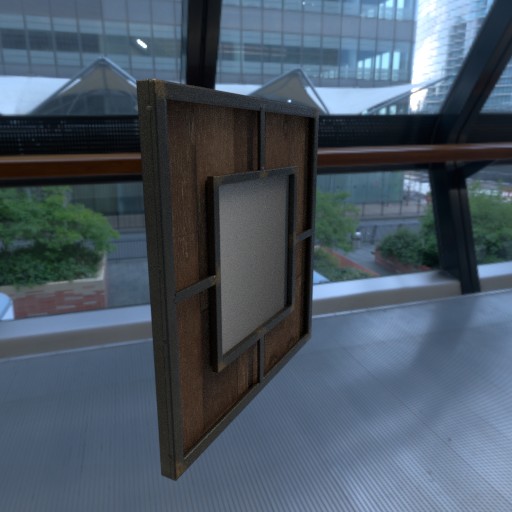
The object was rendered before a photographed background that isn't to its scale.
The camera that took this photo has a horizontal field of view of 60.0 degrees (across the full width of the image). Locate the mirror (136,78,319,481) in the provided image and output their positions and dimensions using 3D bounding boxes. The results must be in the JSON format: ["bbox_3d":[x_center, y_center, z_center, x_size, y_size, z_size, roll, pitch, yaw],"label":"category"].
[{"bbox_3d":[0.000,0.000,0.566,0.020,0.381,0.382,8,16,27],"label":"mirror"}]
